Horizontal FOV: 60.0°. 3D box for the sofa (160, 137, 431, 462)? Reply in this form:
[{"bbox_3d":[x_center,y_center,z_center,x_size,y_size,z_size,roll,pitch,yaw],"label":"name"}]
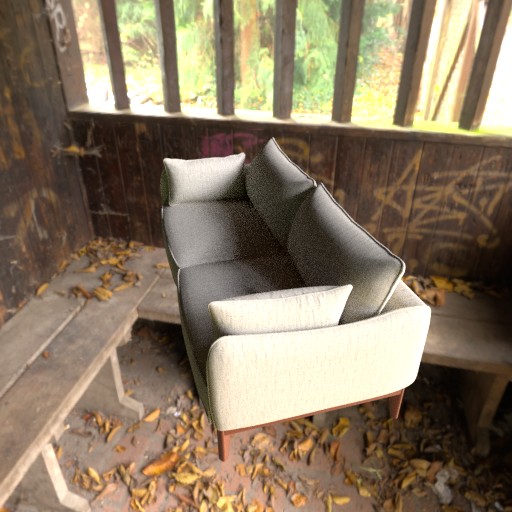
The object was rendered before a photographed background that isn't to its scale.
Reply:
[{"bbox_3d":[0.000,0.000,2.596,0.991,0.860,1.989,-8,32,-13],"label":"sofa"}]
